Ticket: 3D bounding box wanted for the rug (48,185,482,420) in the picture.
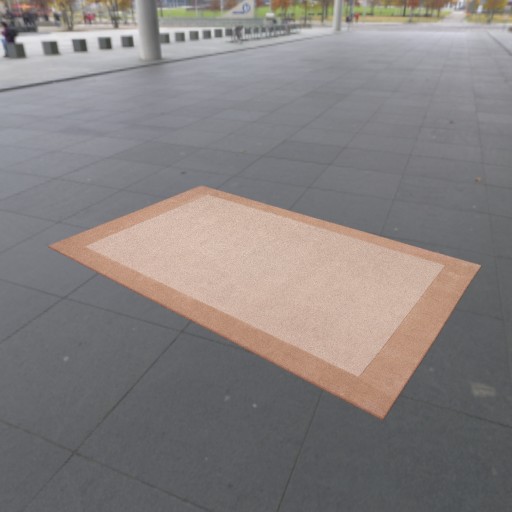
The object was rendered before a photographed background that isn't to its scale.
[{"bbox_3d":[0.000,0.000,2.926,2.438,0.014,1.524,20,35,32],"label":"rug"}]
